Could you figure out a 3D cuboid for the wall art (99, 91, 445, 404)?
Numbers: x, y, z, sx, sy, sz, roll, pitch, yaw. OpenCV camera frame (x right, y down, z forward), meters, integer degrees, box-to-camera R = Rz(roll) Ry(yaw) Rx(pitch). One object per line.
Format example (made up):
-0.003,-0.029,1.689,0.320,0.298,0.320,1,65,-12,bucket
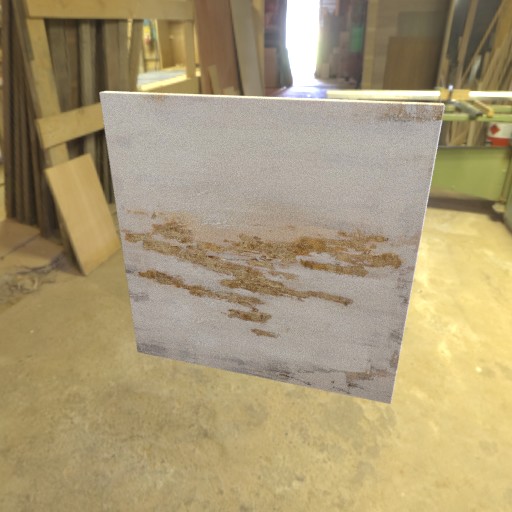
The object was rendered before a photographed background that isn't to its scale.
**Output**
0.000,0.000,1.500,1.015,1.018,0.040,8,27,15,wall art
